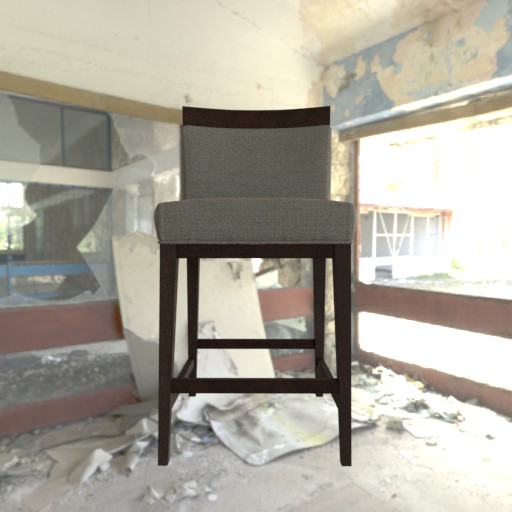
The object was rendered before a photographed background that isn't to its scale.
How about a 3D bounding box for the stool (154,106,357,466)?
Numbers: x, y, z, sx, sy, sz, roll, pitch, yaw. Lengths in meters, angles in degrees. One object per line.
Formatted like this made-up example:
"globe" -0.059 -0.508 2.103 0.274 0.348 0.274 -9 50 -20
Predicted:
"stool" 0.000 0.000 1.324 0.512 1.009 0.531 0 2 0
